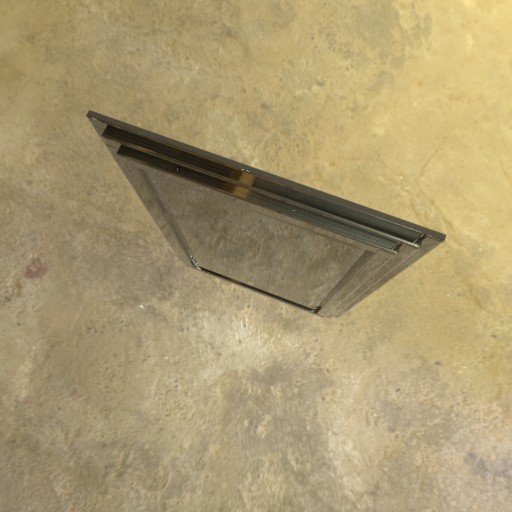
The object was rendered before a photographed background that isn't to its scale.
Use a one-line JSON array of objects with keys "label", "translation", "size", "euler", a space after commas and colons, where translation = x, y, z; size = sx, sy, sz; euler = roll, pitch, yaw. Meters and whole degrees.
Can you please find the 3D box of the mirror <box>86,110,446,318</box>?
[{"label": "mirror", "translation": [0.000, 0.000, 1.146], "size": [0.613, 0.914, 0.039], "euler": [20, 76, 5]}]
